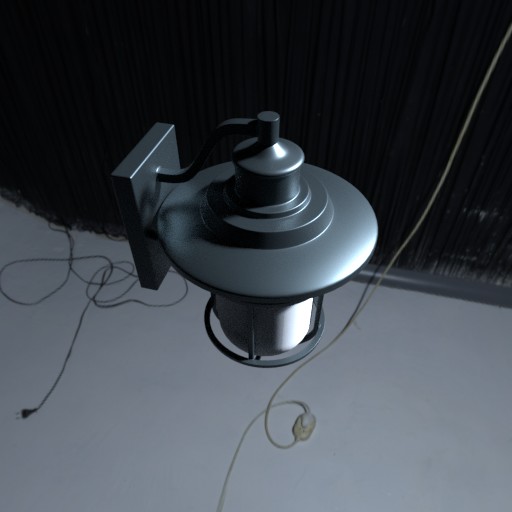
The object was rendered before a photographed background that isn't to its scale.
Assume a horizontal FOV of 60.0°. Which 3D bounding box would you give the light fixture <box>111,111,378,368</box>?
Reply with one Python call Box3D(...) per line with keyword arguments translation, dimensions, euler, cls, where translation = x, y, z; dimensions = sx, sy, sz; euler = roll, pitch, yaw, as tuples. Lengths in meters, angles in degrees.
Box3D(translation=(0.000, 0.000, 0.507), dimensions=(0.252, 0.345, 0.222), euler=(10, 45, 11), cls="light fixture")
